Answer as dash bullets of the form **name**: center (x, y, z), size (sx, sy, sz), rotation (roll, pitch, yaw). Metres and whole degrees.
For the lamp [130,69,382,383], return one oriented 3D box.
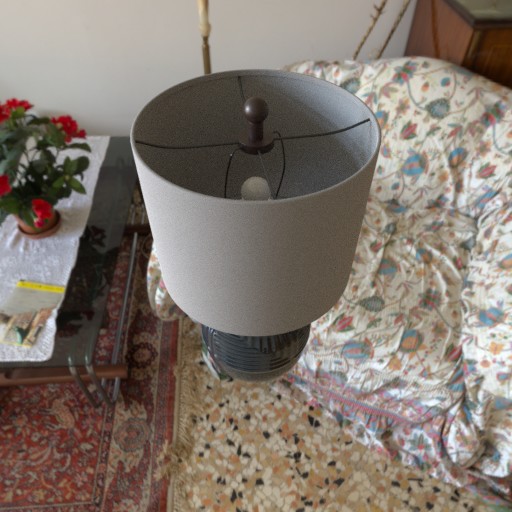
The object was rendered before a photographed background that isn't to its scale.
- **lamp**: center (0.000, 0.000, 0.751), size (0.318, 0.567, 0.318), rotation (0, 47, 0)
